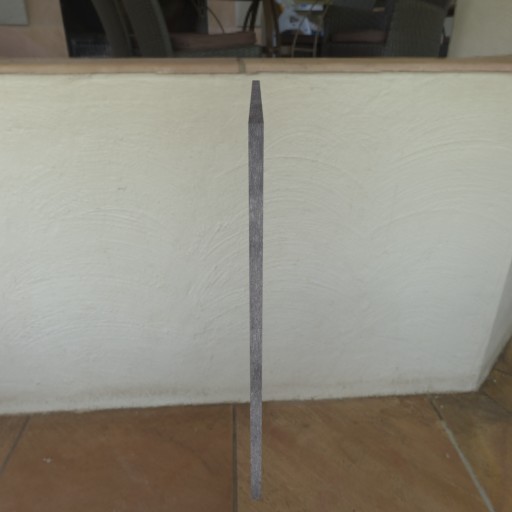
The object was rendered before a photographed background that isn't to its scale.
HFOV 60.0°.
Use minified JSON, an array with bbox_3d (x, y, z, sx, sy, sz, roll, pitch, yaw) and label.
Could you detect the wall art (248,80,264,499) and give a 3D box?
[{"bbox_3d":[0.000,0.000,0.662,0.013,0.457,0.457,0,26,0],"label":"wall art"}]
